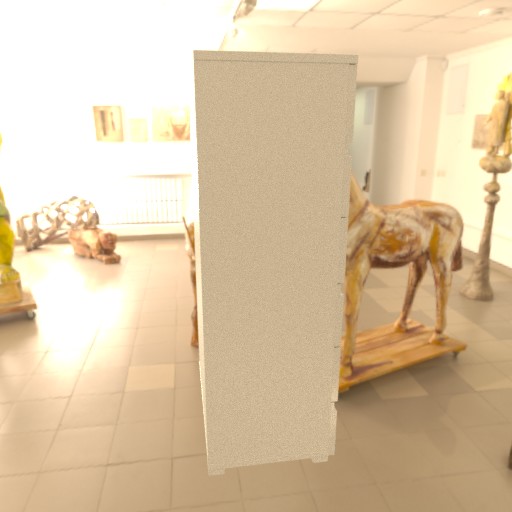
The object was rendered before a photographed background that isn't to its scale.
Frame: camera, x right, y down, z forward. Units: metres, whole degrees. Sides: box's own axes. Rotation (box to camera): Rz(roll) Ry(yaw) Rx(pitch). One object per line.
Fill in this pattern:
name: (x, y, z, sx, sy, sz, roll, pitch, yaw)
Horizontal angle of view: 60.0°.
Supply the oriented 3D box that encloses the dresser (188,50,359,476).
dresser: (0.000, 0.000, 1.522, 0.400, 1.190, 0.650, -3, 16, -9)
